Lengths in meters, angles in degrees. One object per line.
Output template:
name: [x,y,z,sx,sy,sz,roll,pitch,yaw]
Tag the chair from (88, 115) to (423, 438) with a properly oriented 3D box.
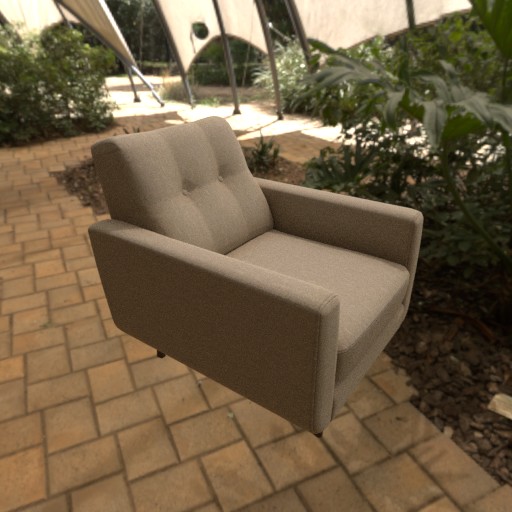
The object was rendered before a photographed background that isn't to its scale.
chair: [0.000,0.000,1.832,1.128,0.965,0.897,18,32,31]
